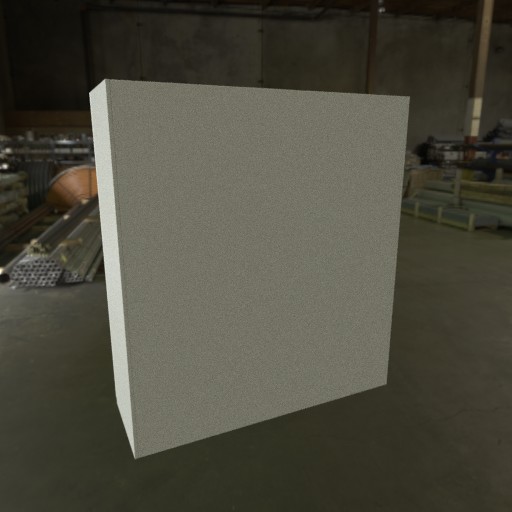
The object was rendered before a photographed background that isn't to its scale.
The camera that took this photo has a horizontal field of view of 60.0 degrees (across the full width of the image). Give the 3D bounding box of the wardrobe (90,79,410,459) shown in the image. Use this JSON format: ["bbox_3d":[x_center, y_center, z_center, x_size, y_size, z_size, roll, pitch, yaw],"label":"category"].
[{"bbox_3d":[0.000,0.000,2.838,1.780,1.960,0.629,-7,16,-25],"label":"wardrobe"}]
